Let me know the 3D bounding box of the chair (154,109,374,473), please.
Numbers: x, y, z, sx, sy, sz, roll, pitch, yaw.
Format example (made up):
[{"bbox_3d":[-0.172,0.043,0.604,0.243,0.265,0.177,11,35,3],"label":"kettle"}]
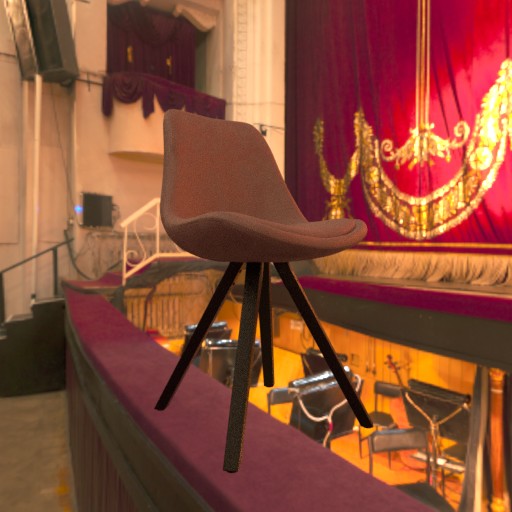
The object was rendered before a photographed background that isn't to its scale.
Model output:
[{"bbox_3d":[0.000,0.000,1.181,0.483,0.865,0.547,0,1,-34],"label":"chair"}]
